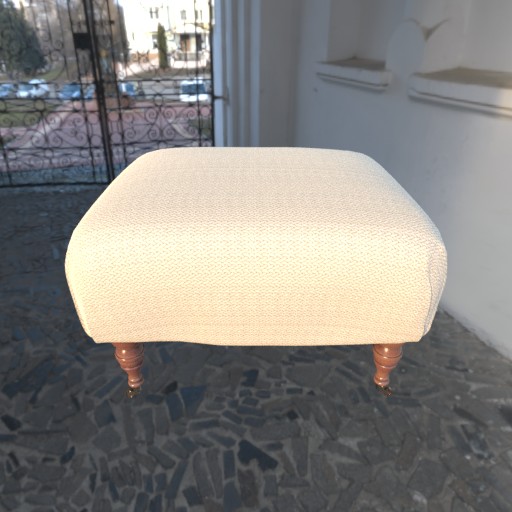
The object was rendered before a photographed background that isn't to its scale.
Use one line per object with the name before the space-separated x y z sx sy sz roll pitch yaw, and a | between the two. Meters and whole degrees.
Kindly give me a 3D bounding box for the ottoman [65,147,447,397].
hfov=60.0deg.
ottoman | 0.000 0.000 1.056 0.684 0.447 0.622 0 27 0
